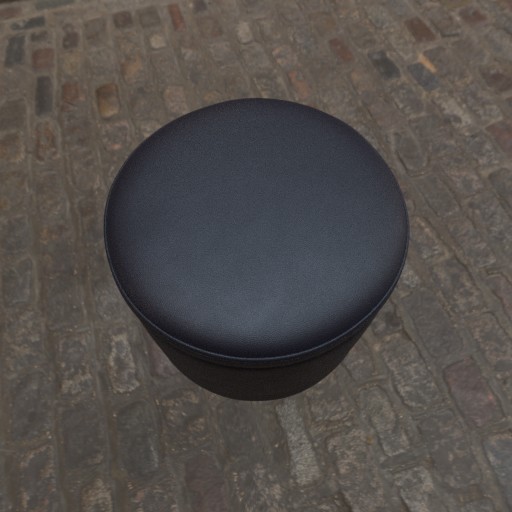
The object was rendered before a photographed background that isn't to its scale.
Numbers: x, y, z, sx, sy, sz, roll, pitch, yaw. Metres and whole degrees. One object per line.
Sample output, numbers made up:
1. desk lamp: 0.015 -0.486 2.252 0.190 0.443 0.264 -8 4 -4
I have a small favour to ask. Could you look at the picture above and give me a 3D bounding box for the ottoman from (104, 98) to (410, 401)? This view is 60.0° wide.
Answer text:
1. ottoman: 0.000 0.000 0.876 0.501 0.409 0.501 0 63 0
